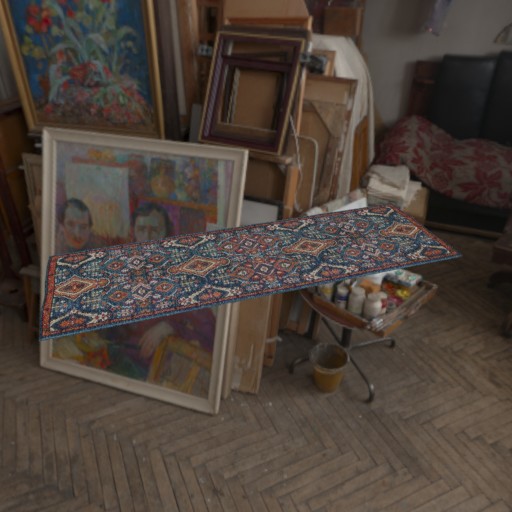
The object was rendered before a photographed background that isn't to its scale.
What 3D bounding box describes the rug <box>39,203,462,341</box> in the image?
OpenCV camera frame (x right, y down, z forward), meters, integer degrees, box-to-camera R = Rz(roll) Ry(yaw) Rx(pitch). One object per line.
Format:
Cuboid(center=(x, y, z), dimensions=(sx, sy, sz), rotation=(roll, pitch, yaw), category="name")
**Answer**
Cuboid(center=(0.000, 0.000, 2.759), dimensions=(2.459, 0.010, 0.801), rotation=(-10, 34, -15), category="rug")
